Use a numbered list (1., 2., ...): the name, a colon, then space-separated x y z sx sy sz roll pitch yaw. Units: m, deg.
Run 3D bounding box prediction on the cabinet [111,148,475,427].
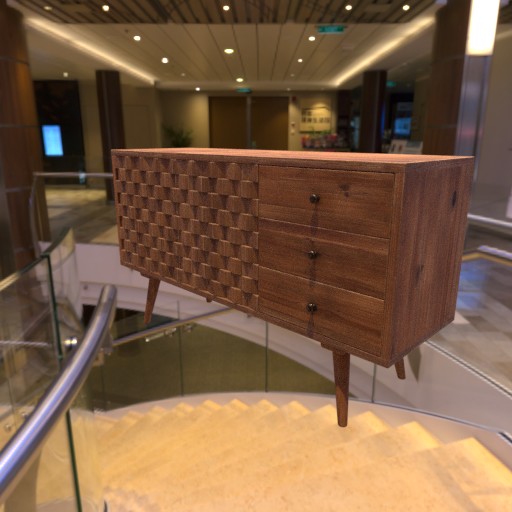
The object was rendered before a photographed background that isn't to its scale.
1. cabinet: 0.000 0.000 1.760 1.400 0.800 0.472 14 21 43
